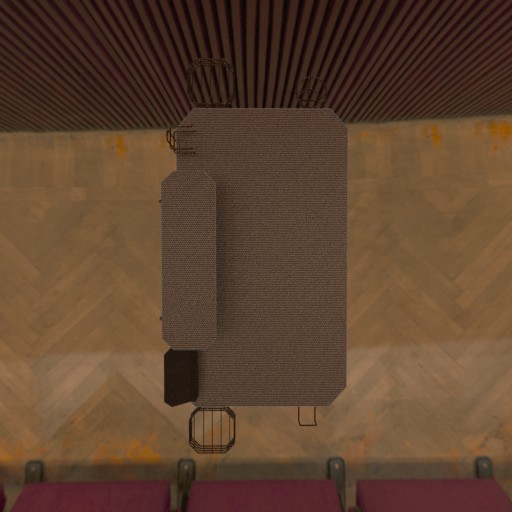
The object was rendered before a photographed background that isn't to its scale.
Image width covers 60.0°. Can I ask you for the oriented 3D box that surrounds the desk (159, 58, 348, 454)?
[{"bbox_3d":[0.000,0.000,1.742,0.594,0.909,1.295,0,92,0],"label":"desk"}]
